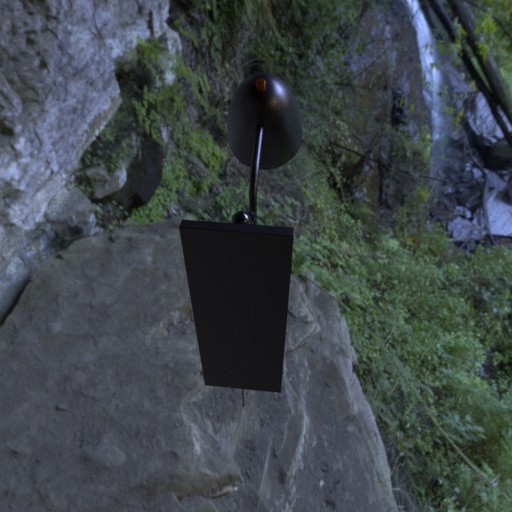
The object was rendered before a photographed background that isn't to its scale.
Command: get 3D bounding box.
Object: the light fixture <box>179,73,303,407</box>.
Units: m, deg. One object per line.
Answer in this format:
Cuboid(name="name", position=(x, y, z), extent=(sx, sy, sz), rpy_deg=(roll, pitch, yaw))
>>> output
Cuboid(name="light fixture", position=(0.000, 0.000, 0.965), extent=(0.162, 0.715, 0.499), rpy_deg=(4, 45, 4))
